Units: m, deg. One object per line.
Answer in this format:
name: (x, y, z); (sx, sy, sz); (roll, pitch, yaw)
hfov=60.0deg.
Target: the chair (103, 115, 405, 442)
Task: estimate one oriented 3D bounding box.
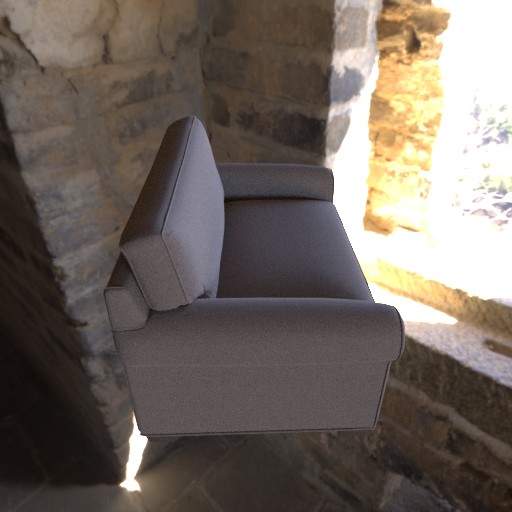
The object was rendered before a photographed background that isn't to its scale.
chair: (0.000, 0.000, 1.972); (0.930, 0.930, 1.390); (-1, 33, -2)
